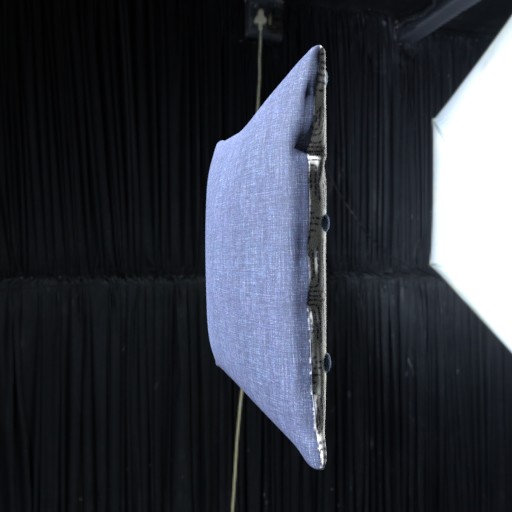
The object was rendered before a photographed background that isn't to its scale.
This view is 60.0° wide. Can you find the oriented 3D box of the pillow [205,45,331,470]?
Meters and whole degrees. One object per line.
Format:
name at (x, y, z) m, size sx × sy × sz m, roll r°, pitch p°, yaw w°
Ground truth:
pillow at (0.000, 0.000, 0.768) m, size 0.145 × 0.510 × 0.510 m, roll 0°, pitch 0°, yaw -18°
